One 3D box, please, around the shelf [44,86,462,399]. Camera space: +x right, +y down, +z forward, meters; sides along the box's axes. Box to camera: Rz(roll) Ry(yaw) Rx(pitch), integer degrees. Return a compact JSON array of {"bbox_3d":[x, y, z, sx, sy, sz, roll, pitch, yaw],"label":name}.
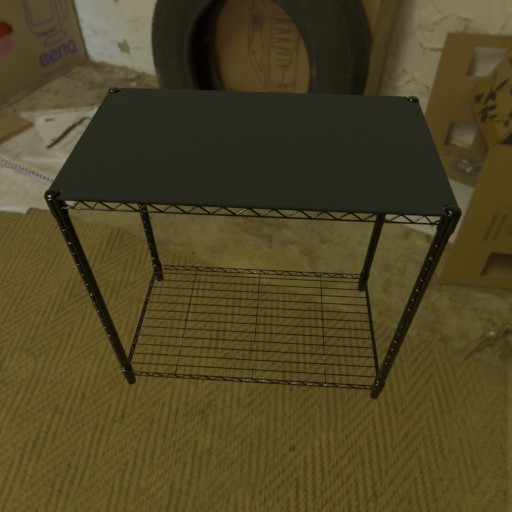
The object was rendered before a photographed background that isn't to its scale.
[{"bbox_3d":[0.000,0.000,0.933,0.589,0.564,0.338,3,47,3],"label":"shelf"}]
